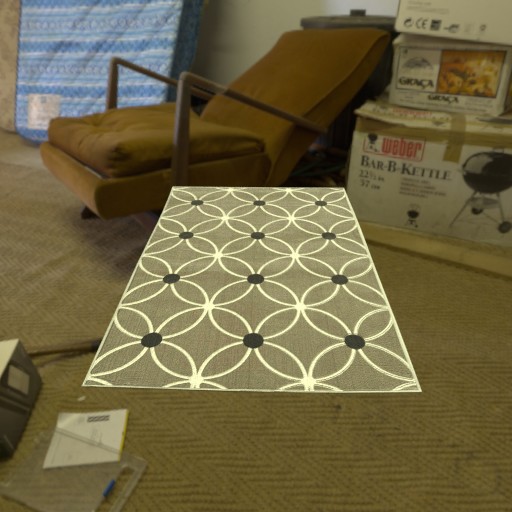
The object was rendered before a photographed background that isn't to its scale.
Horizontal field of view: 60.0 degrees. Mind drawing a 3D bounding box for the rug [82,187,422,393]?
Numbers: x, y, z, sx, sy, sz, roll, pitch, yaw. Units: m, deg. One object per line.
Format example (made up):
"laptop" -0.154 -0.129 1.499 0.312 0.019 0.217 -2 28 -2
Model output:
"rug" 0.000 0.000 2.931 1.522 0.008 2.284 1 32 1
